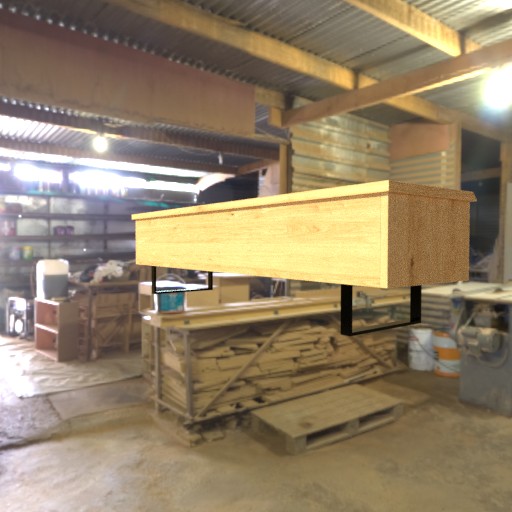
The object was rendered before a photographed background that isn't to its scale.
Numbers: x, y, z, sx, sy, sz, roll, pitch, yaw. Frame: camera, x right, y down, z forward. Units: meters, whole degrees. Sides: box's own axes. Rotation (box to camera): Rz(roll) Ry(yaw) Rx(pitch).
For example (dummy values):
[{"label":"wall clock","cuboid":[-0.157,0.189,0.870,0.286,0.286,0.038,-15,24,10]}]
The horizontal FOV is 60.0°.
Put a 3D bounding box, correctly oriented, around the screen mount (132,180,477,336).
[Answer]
[{"label":"screen mount","cuboid":[0.000,0.000,1.936,0.450,0.430,1.700,-1,2,-37]}]
